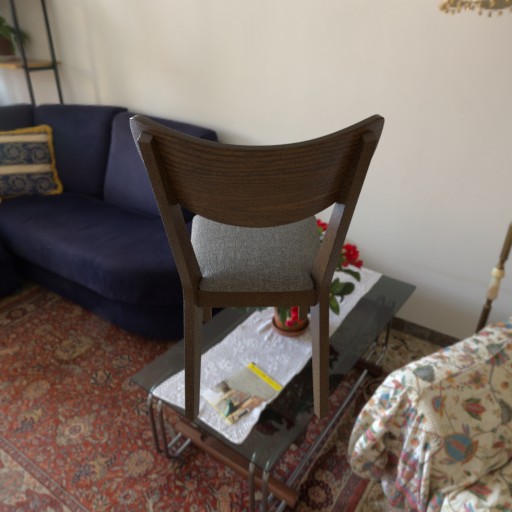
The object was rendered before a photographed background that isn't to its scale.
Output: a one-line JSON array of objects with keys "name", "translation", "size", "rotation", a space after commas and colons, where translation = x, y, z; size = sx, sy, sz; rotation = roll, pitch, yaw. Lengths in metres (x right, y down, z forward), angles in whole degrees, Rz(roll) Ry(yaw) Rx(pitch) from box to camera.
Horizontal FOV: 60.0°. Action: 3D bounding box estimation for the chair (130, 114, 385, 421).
[{"name": "chair", "translation": [0.000, 0.000, 1.231], "size": [0.491, 0.849, 0.583], "rotation": [0, 29, -1]}]
